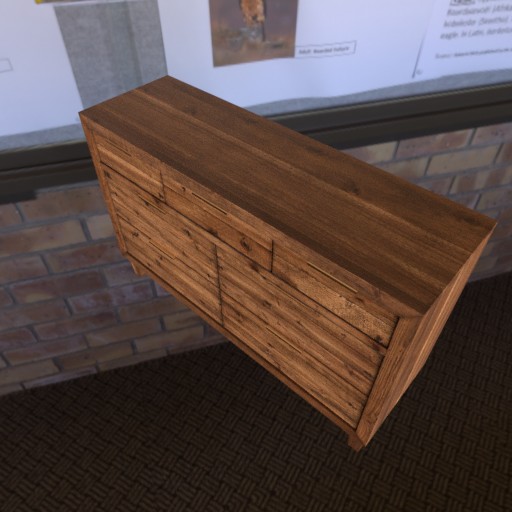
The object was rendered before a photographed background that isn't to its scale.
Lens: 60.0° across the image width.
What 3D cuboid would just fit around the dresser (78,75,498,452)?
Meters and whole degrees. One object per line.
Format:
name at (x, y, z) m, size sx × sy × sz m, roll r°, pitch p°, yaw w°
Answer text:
dresser at (0.000, 0.000, 1.740) m, size 1.387 × 0.892 × 0.438 m, roll 33°, pitch 54°, yaw 28°
